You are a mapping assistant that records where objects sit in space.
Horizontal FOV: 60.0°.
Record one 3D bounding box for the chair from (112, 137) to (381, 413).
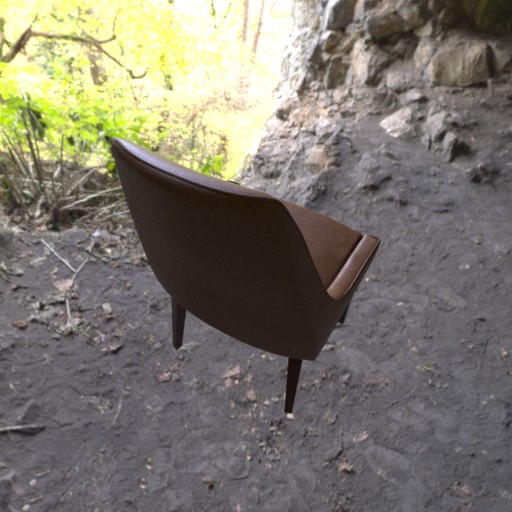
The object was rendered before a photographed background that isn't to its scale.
[{"bbox_3d":[0.000,0.000,1.192,0.529,0.861,0.544,24,52,21],"label":"chair"}]
